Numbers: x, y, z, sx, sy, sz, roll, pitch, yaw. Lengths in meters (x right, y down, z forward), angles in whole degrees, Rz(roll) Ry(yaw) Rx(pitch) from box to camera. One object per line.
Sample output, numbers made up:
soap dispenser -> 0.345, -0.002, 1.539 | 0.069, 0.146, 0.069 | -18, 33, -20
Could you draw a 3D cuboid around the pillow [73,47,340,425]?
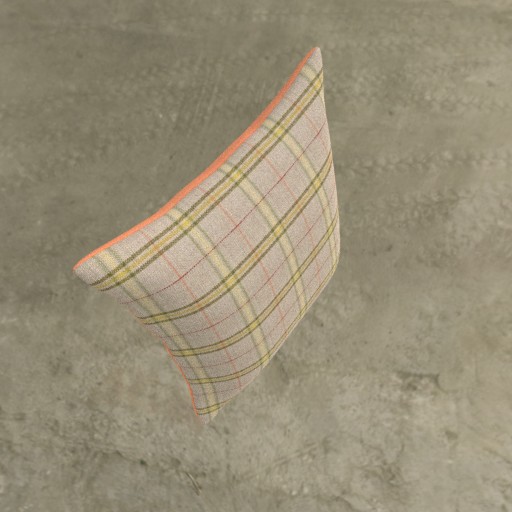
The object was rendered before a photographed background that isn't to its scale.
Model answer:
pillow -> 0.000, 0.000, 0.696 | 0.200, 0.430, 0.453 | 32, 64, 18
